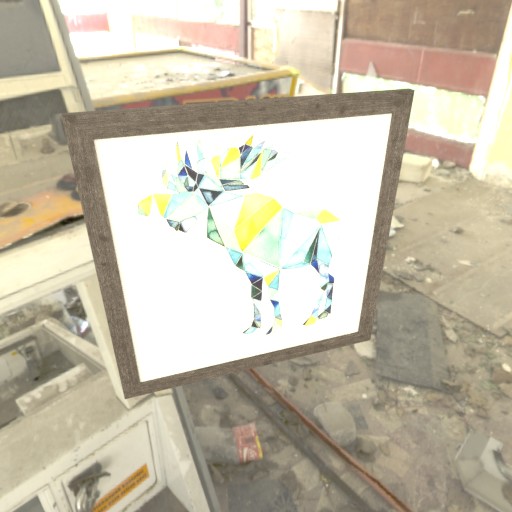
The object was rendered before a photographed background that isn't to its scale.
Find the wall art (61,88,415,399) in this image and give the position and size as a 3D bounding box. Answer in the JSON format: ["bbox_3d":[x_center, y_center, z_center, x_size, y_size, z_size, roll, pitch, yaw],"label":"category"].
[{"bbox_3d":[0.000,0.000,0.675,0.457,0.457,0.013,-10,33,-15],"label":"wall art"}]
